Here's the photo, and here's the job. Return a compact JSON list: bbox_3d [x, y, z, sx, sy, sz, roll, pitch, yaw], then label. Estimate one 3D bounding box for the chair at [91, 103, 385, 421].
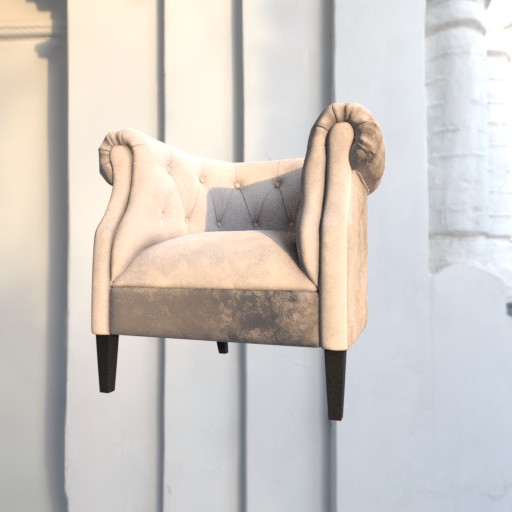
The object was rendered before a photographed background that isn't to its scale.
[{"bbox_3d":[0.000,0.000,1.581,0.904,0.826,0.851,0,-1,20],"label":"chair"}]
